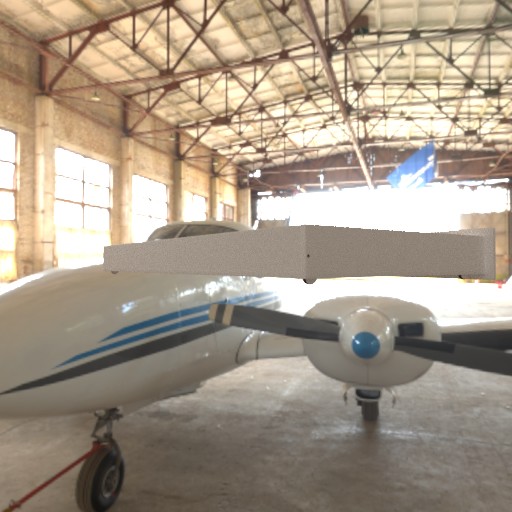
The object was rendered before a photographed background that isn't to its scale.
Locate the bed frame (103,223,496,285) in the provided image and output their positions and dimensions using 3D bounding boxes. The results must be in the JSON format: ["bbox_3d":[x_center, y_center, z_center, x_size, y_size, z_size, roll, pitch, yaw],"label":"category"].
[{"bbox_3d":[0.000,0.000,1.536,0.670,0.141,1.300,1,-1,-36],"label":"bed frame"}]
